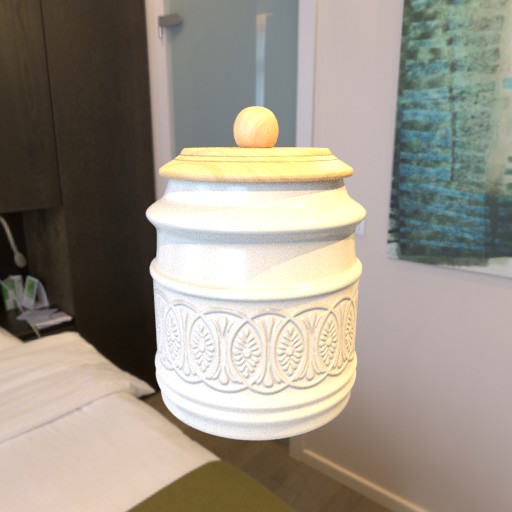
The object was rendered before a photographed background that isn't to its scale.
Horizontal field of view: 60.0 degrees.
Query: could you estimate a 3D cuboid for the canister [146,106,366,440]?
[{"bbox_3d":[0.000,0.000,0.276,0.130,0.176,0.130,0,14,0],"label":"canister"}]
